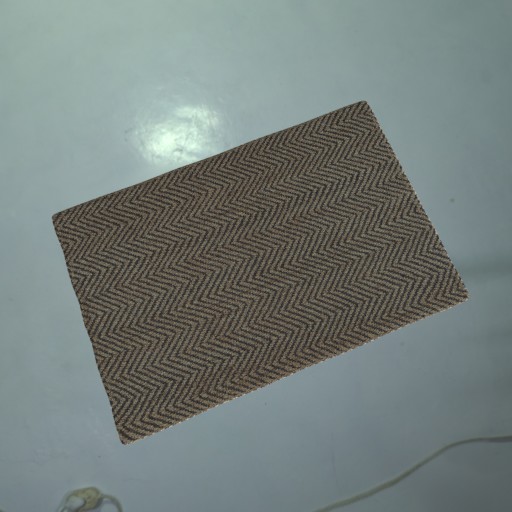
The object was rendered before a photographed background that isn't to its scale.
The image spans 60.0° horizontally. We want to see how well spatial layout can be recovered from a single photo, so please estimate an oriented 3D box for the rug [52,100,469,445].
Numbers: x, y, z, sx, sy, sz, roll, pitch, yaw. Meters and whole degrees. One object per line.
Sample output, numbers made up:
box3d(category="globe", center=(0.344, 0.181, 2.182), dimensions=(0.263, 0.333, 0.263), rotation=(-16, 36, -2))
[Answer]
box3d(category="rug", center=(0.000, 0.000, 2.266), dimensions=(1.828, 0.008, 1.219), rotation=(-22, 77, -5))
